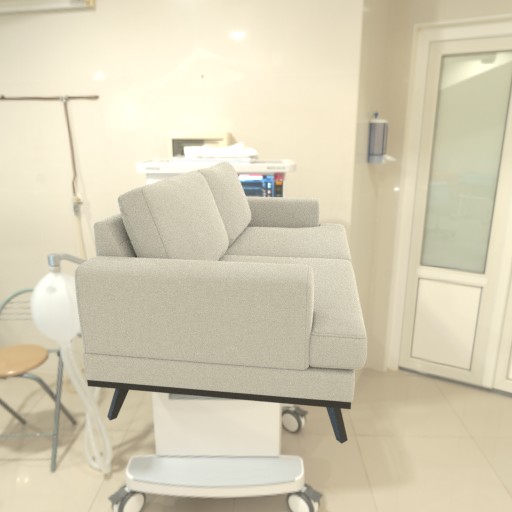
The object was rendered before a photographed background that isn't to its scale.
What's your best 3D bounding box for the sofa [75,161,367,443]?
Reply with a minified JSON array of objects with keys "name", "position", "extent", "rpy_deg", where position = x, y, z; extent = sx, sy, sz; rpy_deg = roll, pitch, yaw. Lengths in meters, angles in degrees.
[{"name":"sofa","position":[0.000,0.000,2.135],"extent":[0.920,0.810,1.650],"rpy_deg":[2,16,8]}]
